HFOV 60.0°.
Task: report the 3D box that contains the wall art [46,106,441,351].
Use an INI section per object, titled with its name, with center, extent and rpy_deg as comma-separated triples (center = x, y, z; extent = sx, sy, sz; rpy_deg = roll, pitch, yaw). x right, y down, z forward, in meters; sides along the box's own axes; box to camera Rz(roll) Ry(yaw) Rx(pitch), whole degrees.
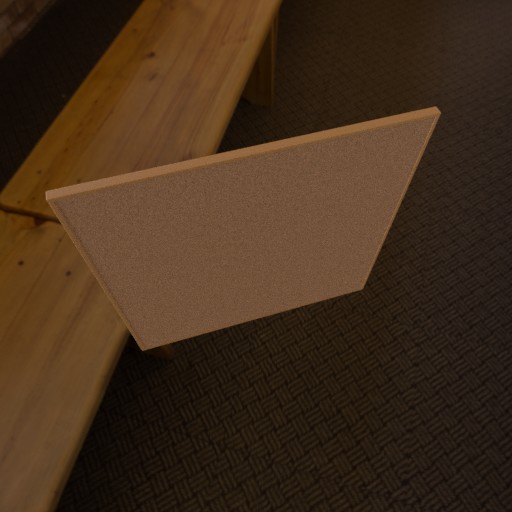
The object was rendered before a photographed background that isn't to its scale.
[wall art]
center = 0.000, 0.000, 0.690
extent = 0.457, 0.455, 0.013
rpy_deg = -14, 59, -9
